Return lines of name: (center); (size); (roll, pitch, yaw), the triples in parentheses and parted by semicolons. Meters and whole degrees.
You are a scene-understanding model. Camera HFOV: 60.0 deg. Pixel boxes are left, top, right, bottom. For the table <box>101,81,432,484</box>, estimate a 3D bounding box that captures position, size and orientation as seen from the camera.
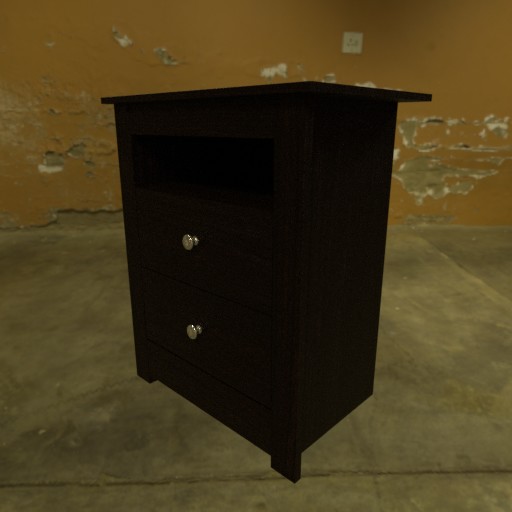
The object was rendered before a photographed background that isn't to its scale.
table: (0.000, 0.000, 1.046); (0.591, 0.711, 0.406); (15, 22, 42)
